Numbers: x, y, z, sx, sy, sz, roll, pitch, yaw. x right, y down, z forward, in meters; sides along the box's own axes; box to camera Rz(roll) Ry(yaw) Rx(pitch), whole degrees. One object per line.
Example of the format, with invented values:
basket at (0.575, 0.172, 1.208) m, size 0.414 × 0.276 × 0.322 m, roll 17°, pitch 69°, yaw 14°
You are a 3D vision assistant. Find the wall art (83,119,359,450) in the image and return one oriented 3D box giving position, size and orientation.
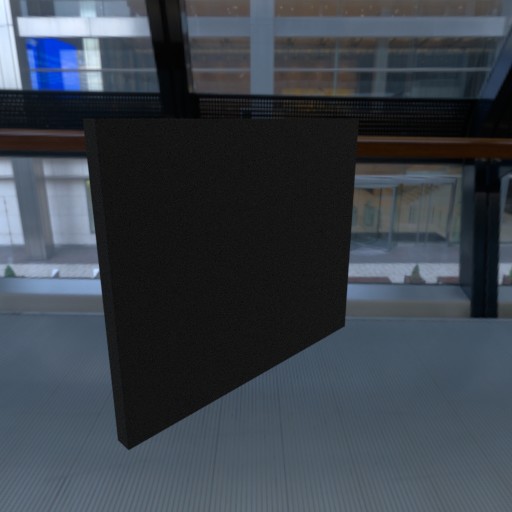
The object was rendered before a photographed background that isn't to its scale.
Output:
wall art at (0.000, 0.000, 0.773) m, size 0.031 × 0.457 × 0.558 m, roll 16°, pitch 23°, yaw 42°
